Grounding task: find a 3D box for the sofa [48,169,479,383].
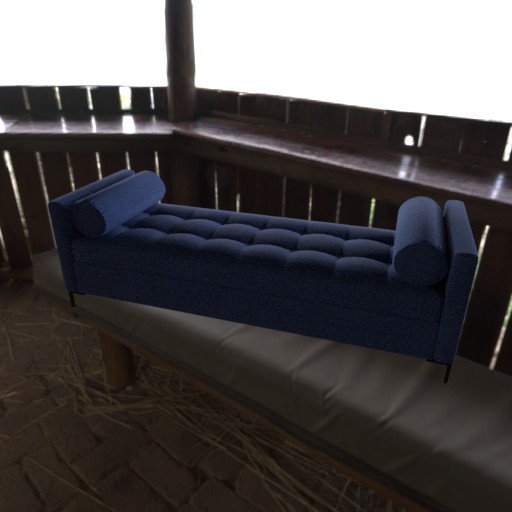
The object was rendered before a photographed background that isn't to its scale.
[{"bbox_3d":[0.000,0.000,2.348,1.981,0.635,0.686,8,27,16],"label":"sofa"}]
